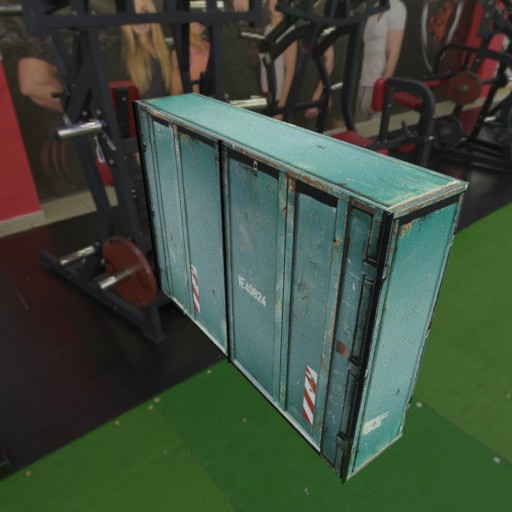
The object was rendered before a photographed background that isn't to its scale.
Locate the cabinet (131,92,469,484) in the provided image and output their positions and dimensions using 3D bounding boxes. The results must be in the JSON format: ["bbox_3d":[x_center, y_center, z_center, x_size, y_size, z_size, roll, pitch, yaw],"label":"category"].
[{"bbox_3d":[0.000,0.000,3.843,0.680,2.160,3.001,-21,37,-31],"label":"cabinet"}]
